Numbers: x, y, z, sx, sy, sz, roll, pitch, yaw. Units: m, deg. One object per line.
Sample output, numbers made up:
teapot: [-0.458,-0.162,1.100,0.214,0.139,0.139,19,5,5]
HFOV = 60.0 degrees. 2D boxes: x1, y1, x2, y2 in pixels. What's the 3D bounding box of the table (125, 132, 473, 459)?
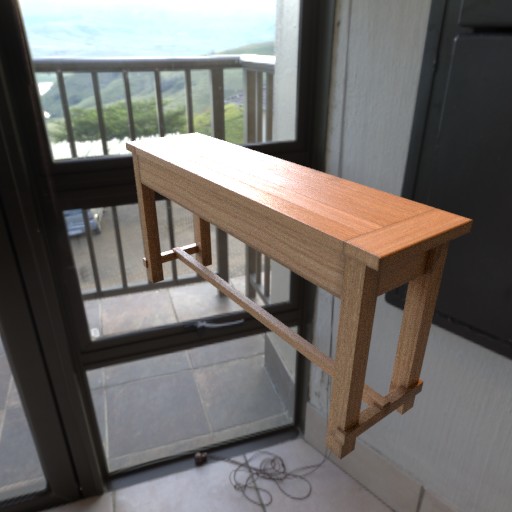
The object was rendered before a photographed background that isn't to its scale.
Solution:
table: [0.000,0.000,1.924,0.442,0.762,1.599,-18,32,-32]
